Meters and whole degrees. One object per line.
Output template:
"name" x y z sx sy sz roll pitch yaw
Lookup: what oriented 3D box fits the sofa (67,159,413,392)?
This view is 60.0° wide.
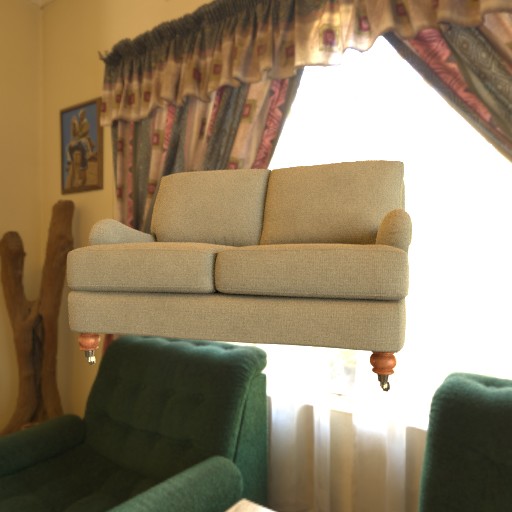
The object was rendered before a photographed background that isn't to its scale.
"sofa" 0.000 0.000 2.223 1.480 0.999 1.087 0 0 18
